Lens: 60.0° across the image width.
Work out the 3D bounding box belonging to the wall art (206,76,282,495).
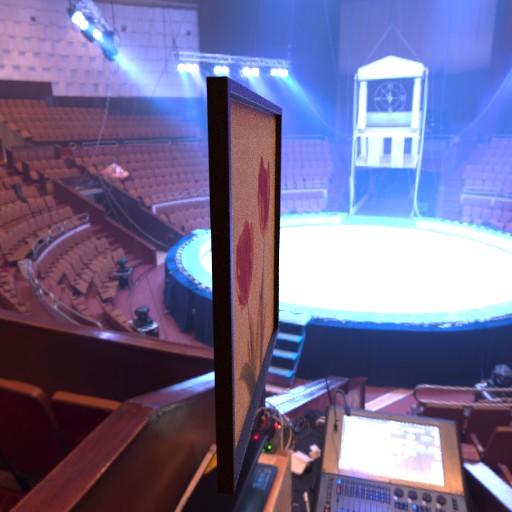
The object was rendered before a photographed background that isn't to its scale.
[{"bbox_3d":[0.000,0.000,1.196,0.043,0.807,0.805,2,15,9],"label":"wall art"}]
